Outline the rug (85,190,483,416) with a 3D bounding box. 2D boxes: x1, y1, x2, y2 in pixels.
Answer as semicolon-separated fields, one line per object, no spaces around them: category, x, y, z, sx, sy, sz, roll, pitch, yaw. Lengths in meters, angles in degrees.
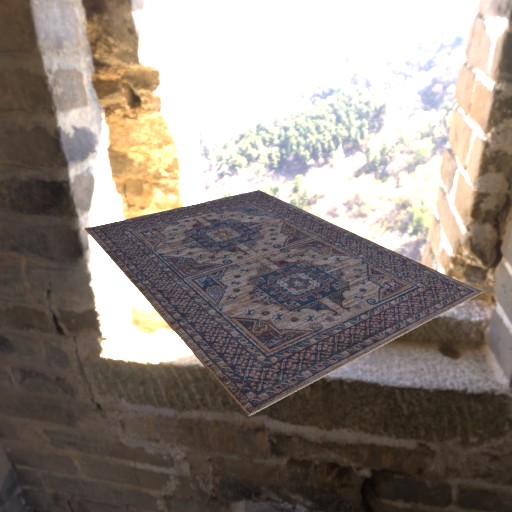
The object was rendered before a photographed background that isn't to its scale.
rug;0.000;0.000;2.937;1.611;0.008;2.227;-17;32;-31
